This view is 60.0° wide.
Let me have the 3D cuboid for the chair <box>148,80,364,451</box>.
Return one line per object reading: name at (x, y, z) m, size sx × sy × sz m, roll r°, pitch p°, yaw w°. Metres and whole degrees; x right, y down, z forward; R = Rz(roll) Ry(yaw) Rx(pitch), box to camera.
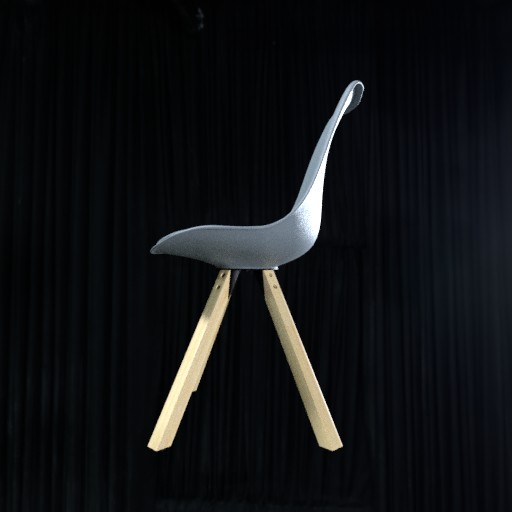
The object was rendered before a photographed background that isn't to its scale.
chair at (0.000, 0.000, 1.185) m, size 0.549 × 0.850 × 0.485 m, roll 0°, pitch 0°, yaw 0°
